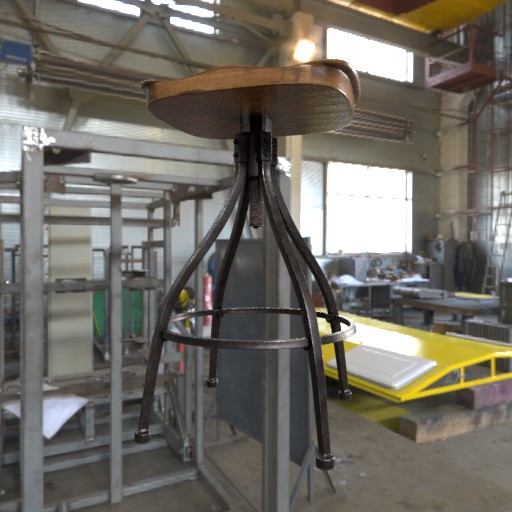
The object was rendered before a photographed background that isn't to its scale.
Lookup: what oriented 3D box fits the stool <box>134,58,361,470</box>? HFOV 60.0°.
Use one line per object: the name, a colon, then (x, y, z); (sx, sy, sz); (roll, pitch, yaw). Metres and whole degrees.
stool: (0.000, 0.000, 0.948); (0.432, 0.694, 0.424); (0, 1, 17)
